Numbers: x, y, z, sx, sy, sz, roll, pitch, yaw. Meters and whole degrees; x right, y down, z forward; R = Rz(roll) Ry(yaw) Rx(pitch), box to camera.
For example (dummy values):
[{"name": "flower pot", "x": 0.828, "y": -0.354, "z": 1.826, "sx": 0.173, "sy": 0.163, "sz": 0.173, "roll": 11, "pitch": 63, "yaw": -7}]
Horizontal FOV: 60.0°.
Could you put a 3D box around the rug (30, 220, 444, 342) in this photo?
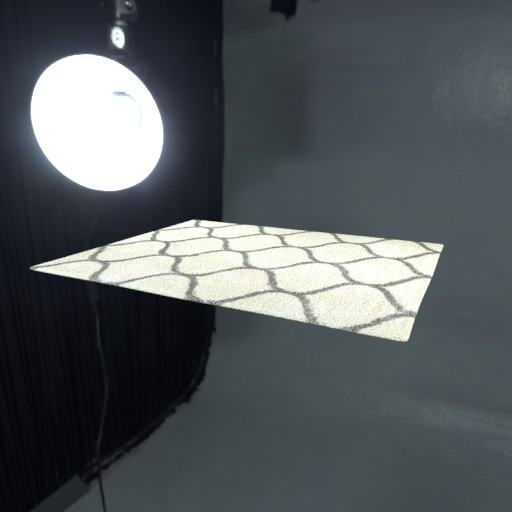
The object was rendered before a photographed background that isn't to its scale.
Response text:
[{"name": "rug", "x": 0.000, "y": 0.000, "z": 4.038, "sx": 3.000, "sy": 0.026, "sz": 2.399, "roll": 8, "pitch": 17, "yaw": 26}]
